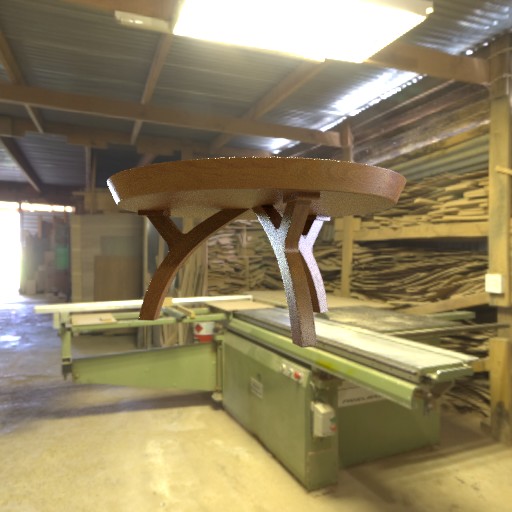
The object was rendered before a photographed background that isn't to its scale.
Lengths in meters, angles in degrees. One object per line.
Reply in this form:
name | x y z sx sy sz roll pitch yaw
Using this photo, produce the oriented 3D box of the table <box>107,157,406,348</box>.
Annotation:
table | 0.000 0.000 1.556 1.016 0.470 1.016 0 0 0
